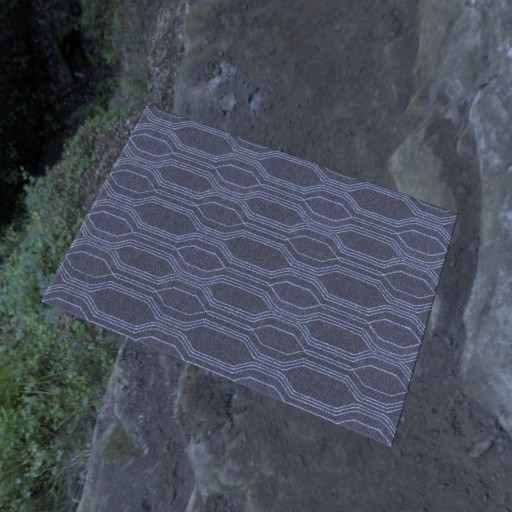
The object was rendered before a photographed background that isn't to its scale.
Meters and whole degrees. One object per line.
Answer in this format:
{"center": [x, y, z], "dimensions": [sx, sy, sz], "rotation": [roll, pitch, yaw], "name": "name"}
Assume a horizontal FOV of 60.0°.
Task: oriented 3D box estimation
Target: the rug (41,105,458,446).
{"center": [0.000, 0.000, 2.295], "dimensions": [1.836, 0.012, 1.239], "rotation": [21, 74, 6], "name": "rug"}
